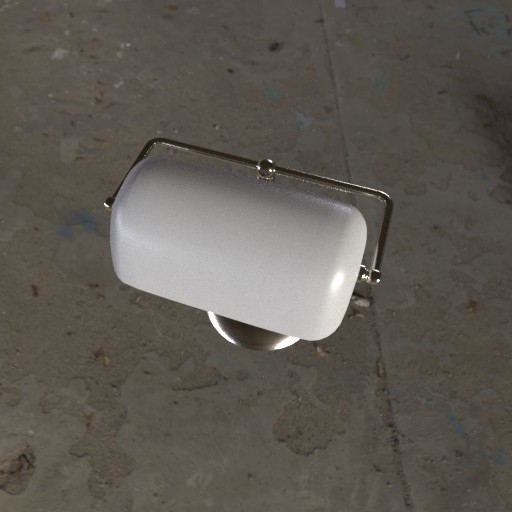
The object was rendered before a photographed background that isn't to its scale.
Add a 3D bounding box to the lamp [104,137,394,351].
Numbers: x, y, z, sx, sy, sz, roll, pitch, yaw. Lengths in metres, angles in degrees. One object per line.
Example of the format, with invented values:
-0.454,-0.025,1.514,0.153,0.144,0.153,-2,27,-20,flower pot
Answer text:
0.000,0.000,0.530,0.264,0.339,0.243,16,60,9,lamp
